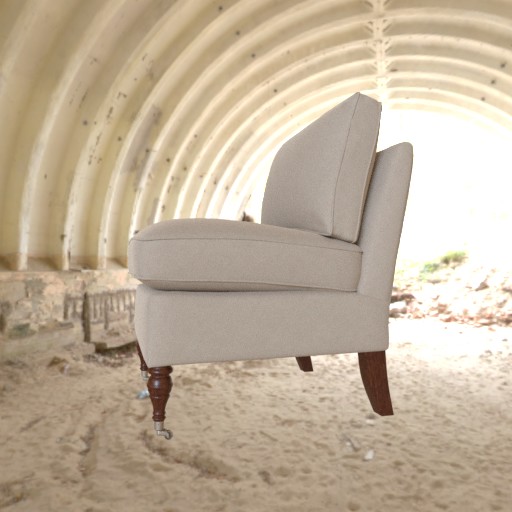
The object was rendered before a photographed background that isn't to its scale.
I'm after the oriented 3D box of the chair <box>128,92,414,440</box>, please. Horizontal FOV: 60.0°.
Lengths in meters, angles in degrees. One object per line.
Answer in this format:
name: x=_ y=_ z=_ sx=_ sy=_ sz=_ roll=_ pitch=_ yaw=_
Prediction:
chair: x=0.000 y=0.000 z=1.666 sx=0.912 sy=1.052 sz=0.724 roll=0 pitch=-1 yaw=-18
